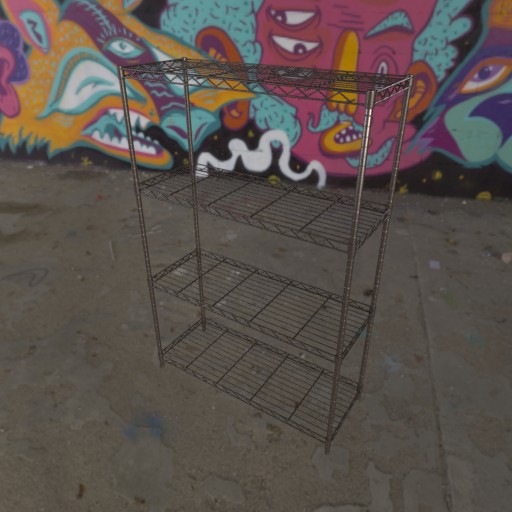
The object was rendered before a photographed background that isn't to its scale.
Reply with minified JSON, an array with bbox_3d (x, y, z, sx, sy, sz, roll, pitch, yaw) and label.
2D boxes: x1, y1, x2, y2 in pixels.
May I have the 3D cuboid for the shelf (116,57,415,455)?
[{"bbox_3d":[0.000,0.000,1.744,0.907,1.361,0.352,18,34,28],"label":"shelf"}]
